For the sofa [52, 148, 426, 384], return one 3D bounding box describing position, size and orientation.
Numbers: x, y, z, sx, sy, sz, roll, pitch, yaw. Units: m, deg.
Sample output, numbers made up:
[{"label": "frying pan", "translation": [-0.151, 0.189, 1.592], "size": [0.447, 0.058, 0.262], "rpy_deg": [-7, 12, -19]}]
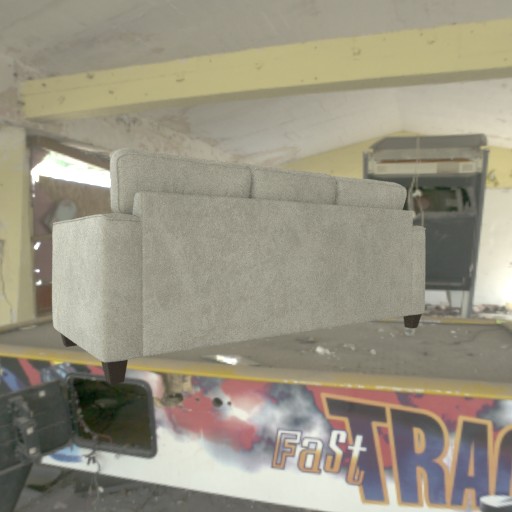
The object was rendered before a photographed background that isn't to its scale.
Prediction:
[{"label": "sofa", "translation": [0.000, 0.000, 2.673], "size": [2.133, 0.965, 0.939], "rpy_deg": [-1, 2, -36]}]
